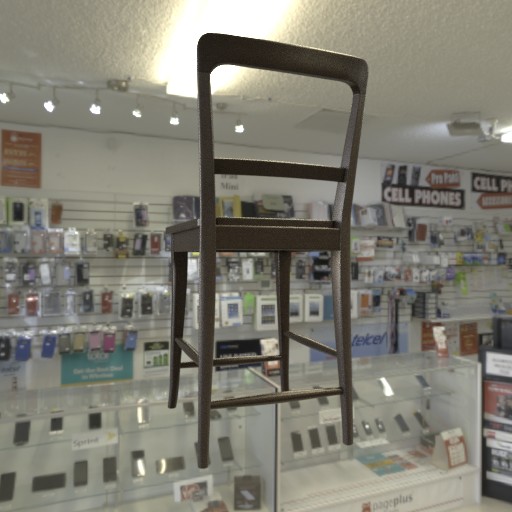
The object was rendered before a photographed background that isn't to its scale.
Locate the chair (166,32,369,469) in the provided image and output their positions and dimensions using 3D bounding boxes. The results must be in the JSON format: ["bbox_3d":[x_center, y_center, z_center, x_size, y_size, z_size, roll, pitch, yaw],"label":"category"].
[{"bbox_3d":[0.000,0.000,1.274,0.450,0.991,0.546,0,0,-19],"label":"chair"}]
